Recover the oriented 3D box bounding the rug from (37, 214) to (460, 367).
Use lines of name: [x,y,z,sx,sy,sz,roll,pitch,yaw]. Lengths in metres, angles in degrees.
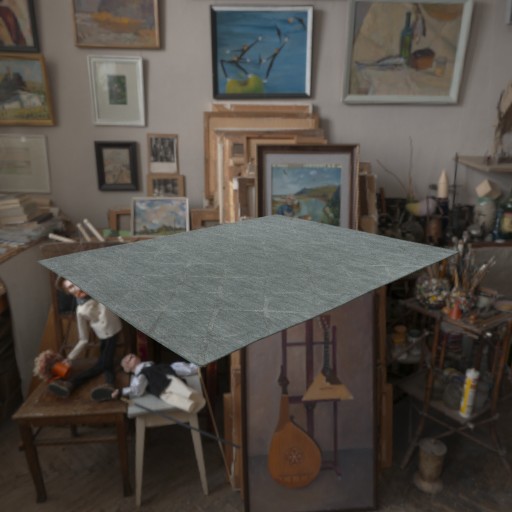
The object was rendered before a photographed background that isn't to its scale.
rug: [0.000,0.000,4.046,3.048,0.013,2.438,-15,22,-41]
